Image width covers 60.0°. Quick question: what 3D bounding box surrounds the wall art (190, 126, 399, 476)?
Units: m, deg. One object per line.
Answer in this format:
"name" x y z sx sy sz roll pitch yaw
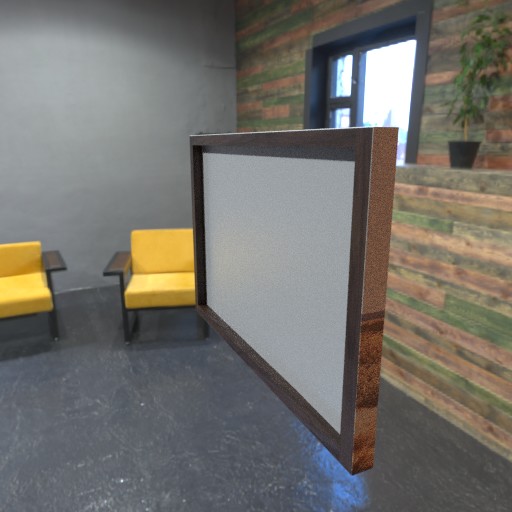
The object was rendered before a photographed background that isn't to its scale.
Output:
"wall art" 0.000 0.000 1.140 0.050 0.610 0.914 -7 16 -25
